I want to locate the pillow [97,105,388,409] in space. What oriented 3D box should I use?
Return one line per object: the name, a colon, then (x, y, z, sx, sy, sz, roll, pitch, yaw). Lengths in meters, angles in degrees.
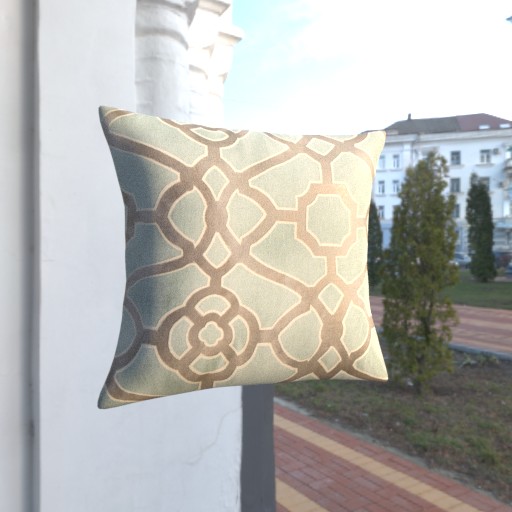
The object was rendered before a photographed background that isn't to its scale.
pillow: (0.000, 0.000, 0.818, 0.552, 0.508, 0.166, 0, 0, -17)
